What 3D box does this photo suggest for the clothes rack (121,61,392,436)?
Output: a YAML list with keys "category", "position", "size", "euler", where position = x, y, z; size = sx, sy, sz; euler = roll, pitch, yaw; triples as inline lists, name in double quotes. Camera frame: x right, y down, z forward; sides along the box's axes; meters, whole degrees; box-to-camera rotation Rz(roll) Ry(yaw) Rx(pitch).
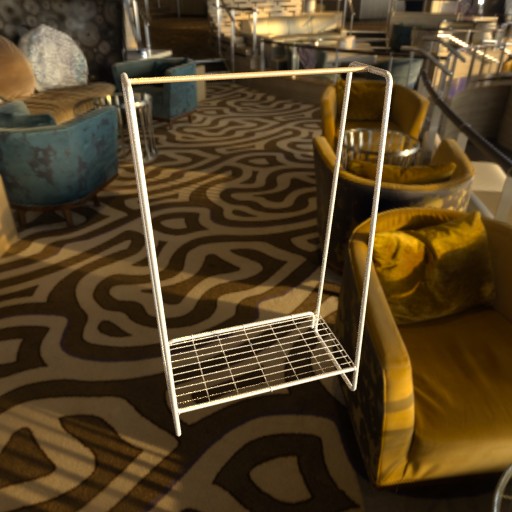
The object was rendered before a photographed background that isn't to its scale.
- category: "clothes rack"
  position: [0.000, 0.000, 1.927]
  size: [0.900, 1.500, 0.495]
  euler: [-9, 33, -15]
